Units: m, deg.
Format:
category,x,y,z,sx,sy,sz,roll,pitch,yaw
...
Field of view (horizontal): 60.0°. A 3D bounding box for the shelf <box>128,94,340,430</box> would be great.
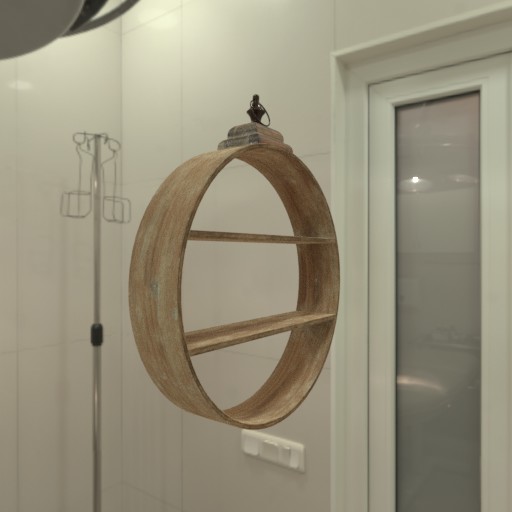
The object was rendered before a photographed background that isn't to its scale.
category,x,y,z,sx,sy,sz,roll,pitch,yaw
shelf,0.000,0.000,0.997,0.125,0.725,0.601,0,0,36
